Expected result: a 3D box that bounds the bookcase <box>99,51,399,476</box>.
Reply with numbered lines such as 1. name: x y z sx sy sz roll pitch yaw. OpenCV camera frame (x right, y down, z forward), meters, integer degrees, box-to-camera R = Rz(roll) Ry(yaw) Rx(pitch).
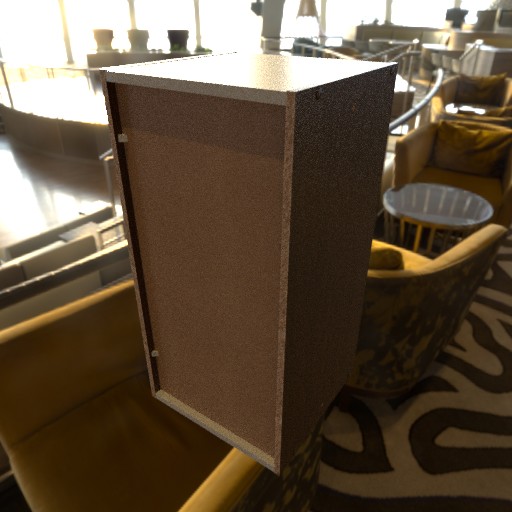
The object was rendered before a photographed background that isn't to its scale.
1. bookcase: 0.000 0.000 0.756 0.300 0.600 0.290 19 35 30
